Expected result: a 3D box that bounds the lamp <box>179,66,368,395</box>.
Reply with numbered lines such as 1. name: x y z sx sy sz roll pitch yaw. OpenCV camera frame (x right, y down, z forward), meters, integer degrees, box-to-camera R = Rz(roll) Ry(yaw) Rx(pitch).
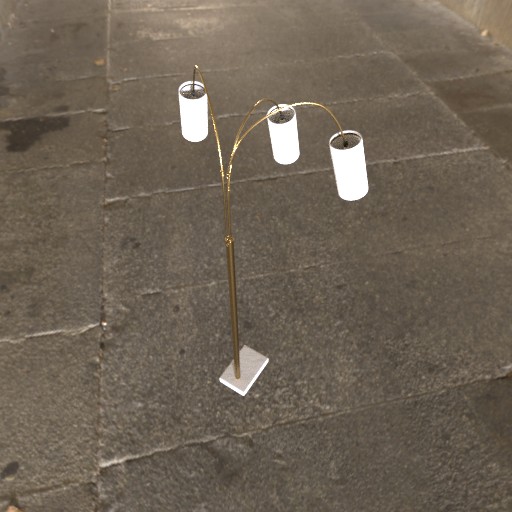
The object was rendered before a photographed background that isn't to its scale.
1. lamp: 0.000 0.000 2.509 1.020 2.055 0.667 25 52 22
